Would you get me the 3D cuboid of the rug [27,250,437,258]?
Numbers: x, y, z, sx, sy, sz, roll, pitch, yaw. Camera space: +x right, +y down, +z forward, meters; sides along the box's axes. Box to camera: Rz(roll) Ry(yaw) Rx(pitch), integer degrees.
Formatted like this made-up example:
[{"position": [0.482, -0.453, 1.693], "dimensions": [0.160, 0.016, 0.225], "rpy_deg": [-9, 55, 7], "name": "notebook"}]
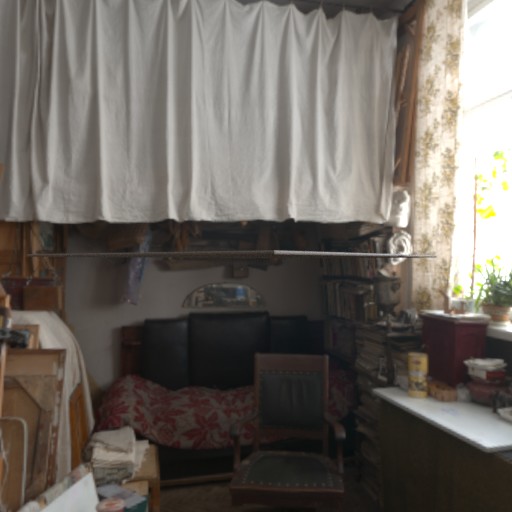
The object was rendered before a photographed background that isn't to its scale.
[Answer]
[{"position": [0.000, 0.000, 4.081], "dimensions": [2.434, 0.032, 3.007], "rpy_deg": [0, -1, 36], "name": "rug"}]
